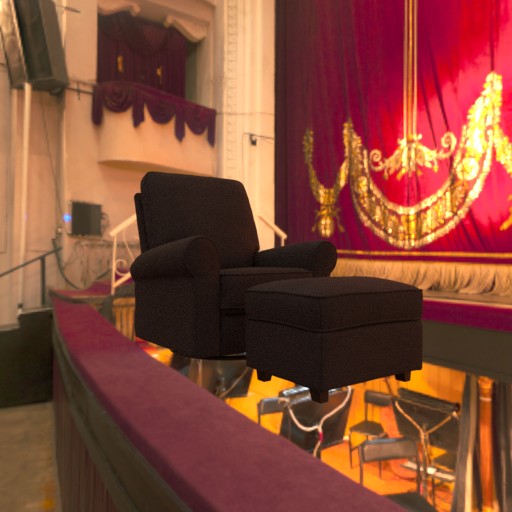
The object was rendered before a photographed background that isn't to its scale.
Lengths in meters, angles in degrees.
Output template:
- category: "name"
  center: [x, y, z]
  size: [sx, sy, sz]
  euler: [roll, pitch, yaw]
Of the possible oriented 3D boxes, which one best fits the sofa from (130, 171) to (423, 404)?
- category: "sofa"
  center: [0.000, 0.000, 2.119]
  size: [0.880, 0.959, 1.478]
  euler: [0, -1, -35]
